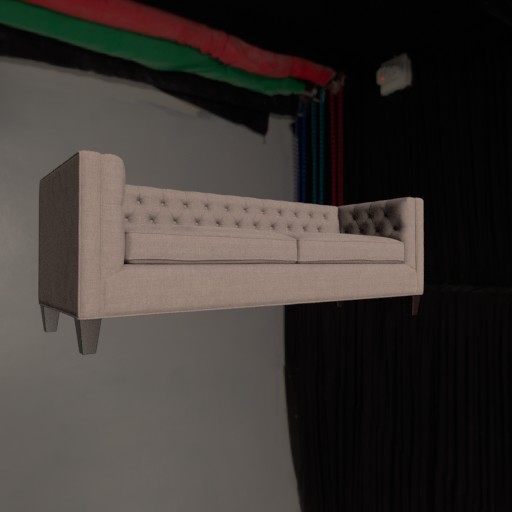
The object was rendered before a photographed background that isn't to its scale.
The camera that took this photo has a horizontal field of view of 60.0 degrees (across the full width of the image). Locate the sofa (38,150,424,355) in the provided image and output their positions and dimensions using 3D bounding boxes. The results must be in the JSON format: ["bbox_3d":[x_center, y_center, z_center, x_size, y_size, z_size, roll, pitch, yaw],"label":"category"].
[{"bbox_3d":[0.000,0.000,2.558,2.159,0.762,0.775,1,-1,-36],"label":"sofa"}]
